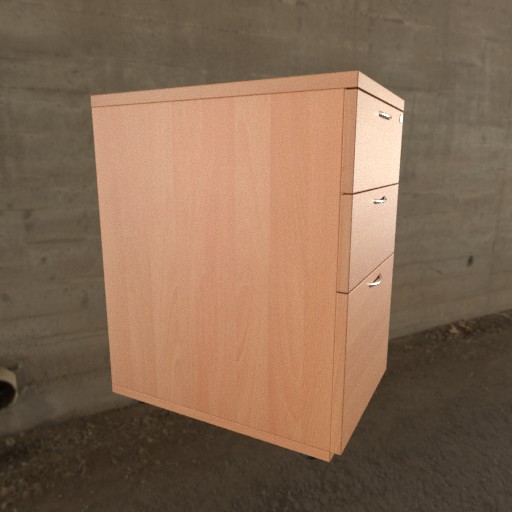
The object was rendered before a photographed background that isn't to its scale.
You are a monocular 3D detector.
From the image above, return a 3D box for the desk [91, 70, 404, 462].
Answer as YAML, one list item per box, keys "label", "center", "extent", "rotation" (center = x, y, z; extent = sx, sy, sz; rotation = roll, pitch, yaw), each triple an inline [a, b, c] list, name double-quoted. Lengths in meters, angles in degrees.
- label: "desk"
  center: [0.000, 0.000, 1.076]
  extent: [0.600, 0.730, 0.404]
  rotation: [6, 14, 27]
